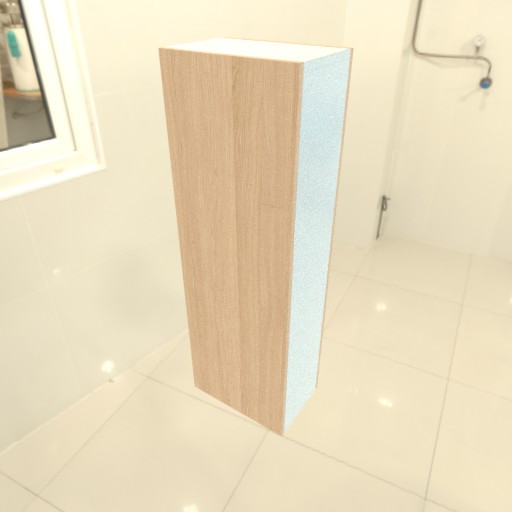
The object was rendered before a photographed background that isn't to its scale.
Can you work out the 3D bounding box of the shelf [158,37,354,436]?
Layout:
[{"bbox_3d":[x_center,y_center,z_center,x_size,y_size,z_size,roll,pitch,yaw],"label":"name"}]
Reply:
[{"bbox_3d":[0.000,0.000,1.028,0.290,0.882,0.197,20,37,28],"label":"shelf"}]
